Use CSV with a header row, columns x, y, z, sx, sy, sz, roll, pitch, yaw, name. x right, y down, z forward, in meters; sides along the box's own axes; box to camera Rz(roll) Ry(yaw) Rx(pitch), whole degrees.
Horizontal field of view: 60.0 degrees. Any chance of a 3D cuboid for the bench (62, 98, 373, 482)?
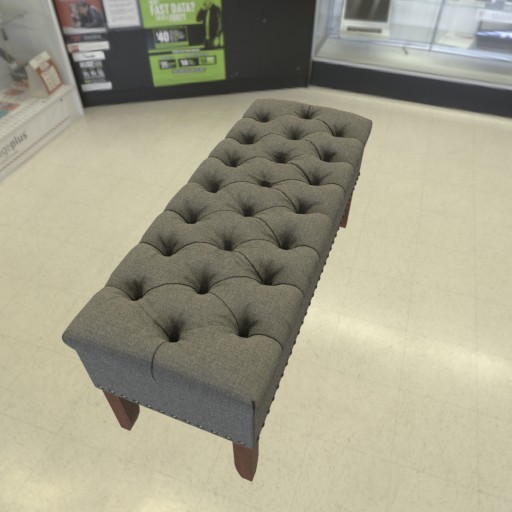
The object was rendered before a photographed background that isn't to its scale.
x,y,z,sx,sy,sz,roll,pitch,yaw,name
0.000,0.000,1.288,0.417,0.470,1.052,16,48,15,bench
